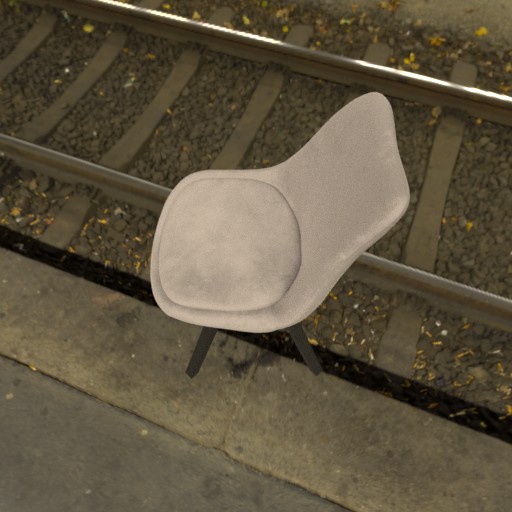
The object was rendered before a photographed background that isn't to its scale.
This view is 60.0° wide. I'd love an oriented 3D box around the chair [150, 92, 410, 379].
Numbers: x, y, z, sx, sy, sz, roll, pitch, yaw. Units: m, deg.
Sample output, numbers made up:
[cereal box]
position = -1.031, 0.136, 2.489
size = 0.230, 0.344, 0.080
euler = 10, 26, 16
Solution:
[chair]
position = 0.000, 0.000, 1.196
size = 0.550, 0.850, 0.485
euler = 0, 60, 0
